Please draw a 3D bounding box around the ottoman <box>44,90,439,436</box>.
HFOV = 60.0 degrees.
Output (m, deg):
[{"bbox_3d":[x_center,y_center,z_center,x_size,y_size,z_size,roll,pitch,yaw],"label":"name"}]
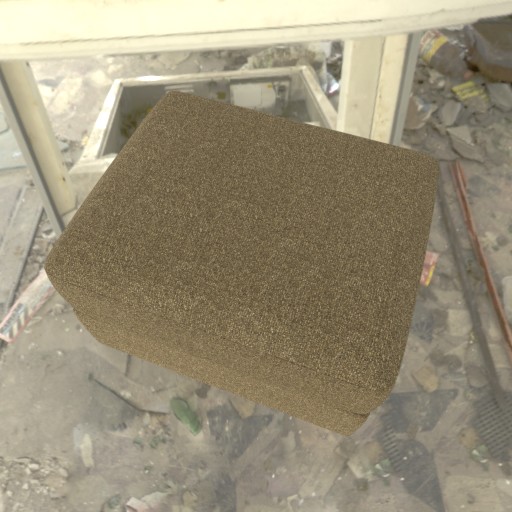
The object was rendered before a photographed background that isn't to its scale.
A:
[{"bbox_3d":[0.000,0.000,1.107,0.742,0.476,0.598,18,60,10],"label":"ottoman"}]
